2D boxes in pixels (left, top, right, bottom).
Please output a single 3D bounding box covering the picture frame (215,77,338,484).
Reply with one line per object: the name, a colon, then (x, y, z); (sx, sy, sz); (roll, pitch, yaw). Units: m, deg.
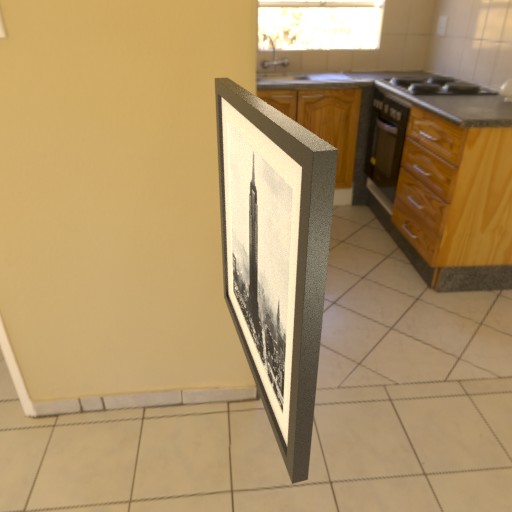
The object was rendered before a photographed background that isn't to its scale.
picture frame: (0.000, 0.000, 0.835); (0.029, 0.557, 0.559); (-8, 30, -13)
